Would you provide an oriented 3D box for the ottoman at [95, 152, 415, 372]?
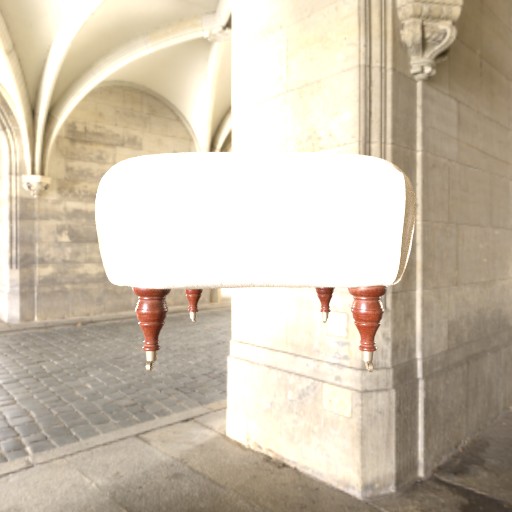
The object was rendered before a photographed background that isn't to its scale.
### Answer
[{"bbox_3d":[0.000,0.000,1.166,0.622,0.450,0.747,0,1,0],"label":"ottoman"}]
